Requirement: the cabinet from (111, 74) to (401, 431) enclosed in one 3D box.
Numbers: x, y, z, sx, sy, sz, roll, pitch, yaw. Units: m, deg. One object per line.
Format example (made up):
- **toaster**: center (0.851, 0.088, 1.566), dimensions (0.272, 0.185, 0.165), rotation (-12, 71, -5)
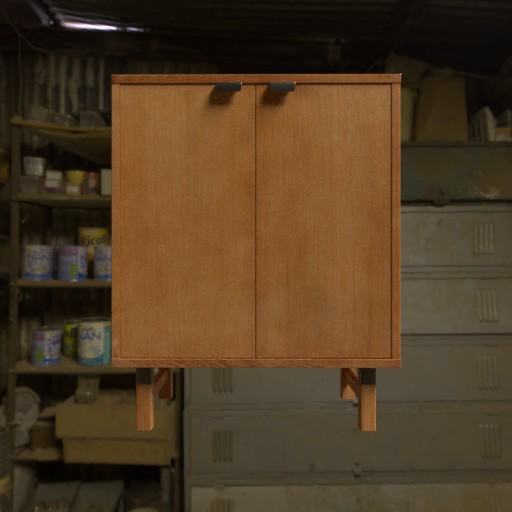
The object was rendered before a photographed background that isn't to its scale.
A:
- **cabinet**: center (0.000, 0.000, 1.413), dimensions (0.800, 1.001, 0.419), rotation (0, 0, 0)
